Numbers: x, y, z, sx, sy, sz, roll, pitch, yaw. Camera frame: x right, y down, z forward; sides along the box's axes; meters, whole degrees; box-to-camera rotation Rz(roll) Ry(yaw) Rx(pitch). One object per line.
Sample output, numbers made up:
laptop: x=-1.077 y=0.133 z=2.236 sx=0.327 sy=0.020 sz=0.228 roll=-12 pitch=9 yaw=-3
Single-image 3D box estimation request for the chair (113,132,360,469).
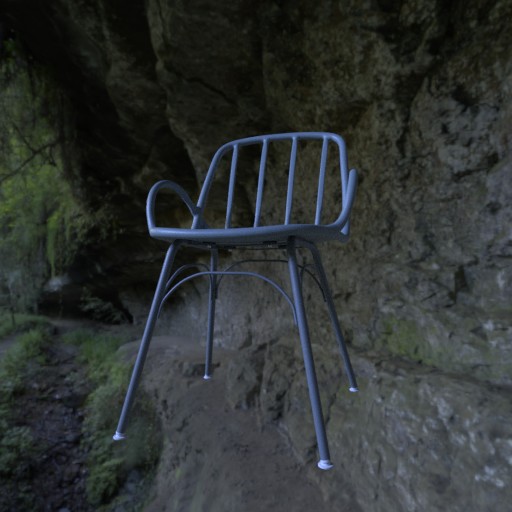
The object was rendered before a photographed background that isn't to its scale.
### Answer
chair: x=0.000 y=0.000 z=1.197 sx=0.549 sy=0.816 sz=0.597 roll=0 pitch=0 yaw=17
